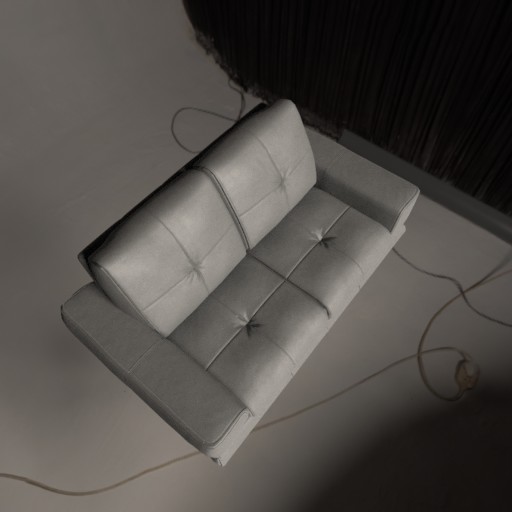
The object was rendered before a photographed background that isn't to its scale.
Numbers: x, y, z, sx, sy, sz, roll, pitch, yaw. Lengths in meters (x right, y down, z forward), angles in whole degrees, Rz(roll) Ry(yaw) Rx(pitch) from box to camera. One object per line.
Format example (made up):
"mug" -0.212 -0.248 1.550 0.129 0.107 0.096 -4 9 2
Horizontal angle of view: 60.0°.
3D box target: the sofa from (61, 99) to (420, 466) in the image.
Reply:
"sofa" 0.000 0.000 2.364 1.018 0.907 1.806 35 64 19
